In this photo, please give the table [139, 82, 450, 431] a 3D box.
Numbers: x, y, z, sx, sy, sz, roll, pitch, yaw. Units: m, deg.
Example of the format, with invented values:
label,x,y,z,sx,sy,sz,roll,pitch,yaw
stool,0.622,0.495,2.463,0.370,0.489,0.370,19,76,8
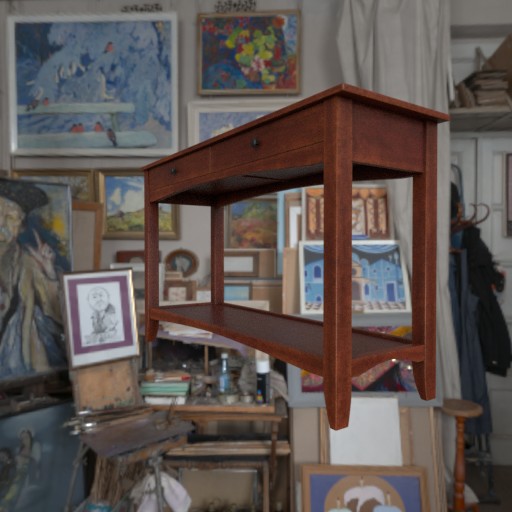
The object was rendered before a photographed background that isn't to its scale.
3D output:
label,x,y,z,sx,sy,sz,roll,pitch,yaw
table,0.000,0.000,1.520,0.392,0.739,1.188,-1,1,-35
